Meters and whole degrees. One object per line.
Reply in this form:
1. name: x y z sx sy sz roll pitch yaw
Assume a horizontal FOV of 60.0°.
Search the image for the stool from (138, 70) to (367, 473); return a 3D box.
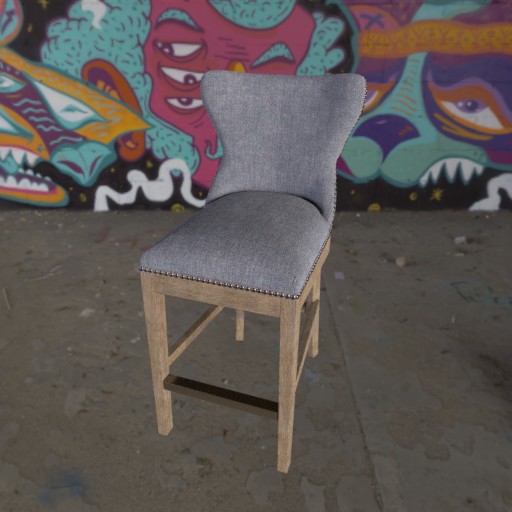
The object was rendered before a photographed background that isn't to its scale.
1. stool: 0.000 0.000 1.309 0.498 0.981 0.608 9 28 18
